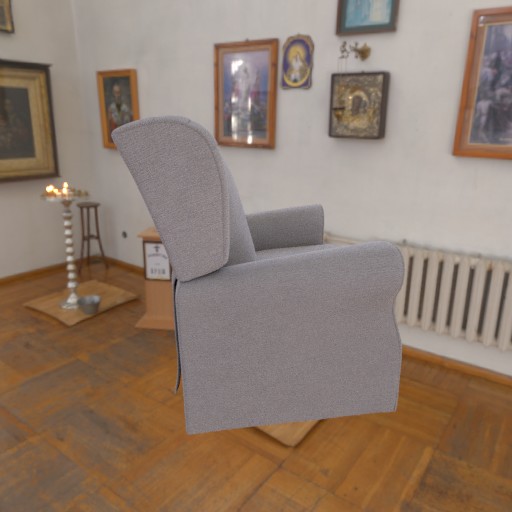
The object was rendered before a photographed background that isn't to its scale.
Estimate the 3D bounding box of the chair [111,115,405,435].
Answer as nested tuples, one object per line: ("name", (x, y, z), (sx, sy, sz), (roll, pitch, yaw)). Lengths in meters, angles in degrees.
("chair", (0.000, 0.000, 1.644), (0.854, 0.966, 0.906), (-2, 16, -8))
